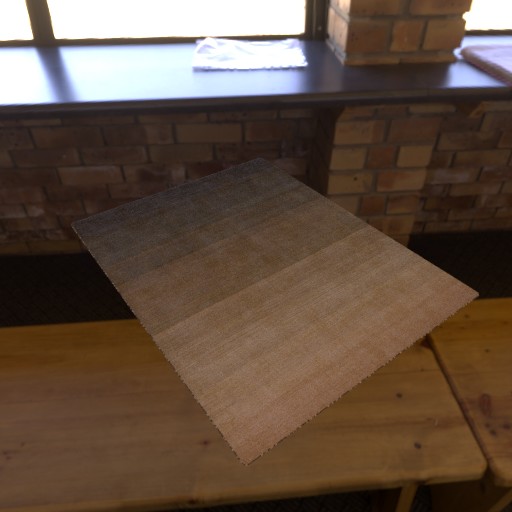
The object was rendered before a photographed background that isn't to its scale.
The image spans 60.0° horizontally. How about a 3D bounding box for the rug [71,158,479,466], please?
[{"bbox_3d":[0.000,0.000,3.896,2.305,0.017,2.902,-25,46,-27],"label":"rug"}]
